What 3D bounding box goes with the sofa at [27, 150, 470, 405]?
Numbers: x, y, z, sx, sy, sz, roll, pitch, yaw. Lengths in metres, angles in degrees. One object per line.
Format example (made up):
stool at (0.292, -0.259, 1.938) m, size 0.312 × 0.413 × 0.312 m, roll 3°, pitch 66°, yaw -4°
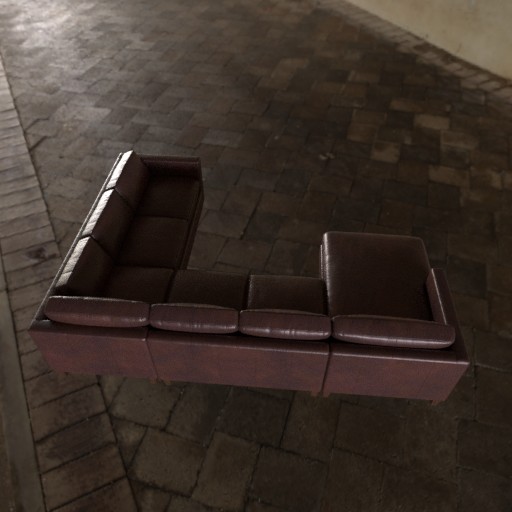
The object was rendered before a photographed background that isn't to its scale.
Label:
sofa at (0.000, 0.000, 4.342) m, size 3.324 × 0.891 × 2.452 m, roll 3°, pitch 46°, yaw 3°
